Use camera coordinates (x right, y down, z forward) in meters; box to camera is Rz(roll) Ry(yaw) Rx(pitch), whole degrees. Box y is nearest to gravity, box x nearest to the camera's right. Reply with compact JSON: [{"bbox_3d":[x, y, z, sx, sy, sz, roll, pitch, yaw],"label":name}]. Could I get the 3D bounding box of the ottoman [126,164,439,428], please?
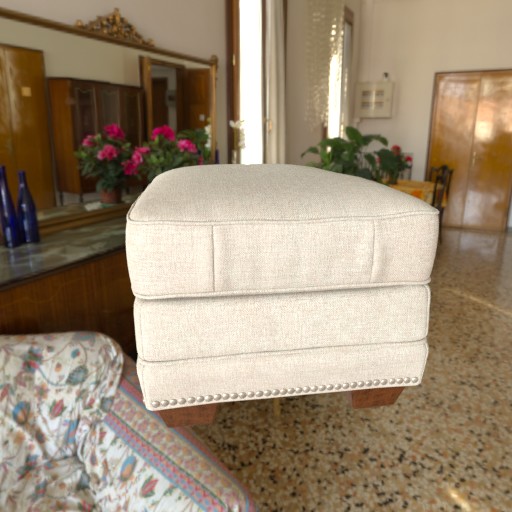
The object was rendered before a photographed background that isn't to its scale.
[{"bbox_3d":[0.000,0.000,1.140,0.559,0.458,0.813,-3,16,-9],"label":"ottoman"}]
